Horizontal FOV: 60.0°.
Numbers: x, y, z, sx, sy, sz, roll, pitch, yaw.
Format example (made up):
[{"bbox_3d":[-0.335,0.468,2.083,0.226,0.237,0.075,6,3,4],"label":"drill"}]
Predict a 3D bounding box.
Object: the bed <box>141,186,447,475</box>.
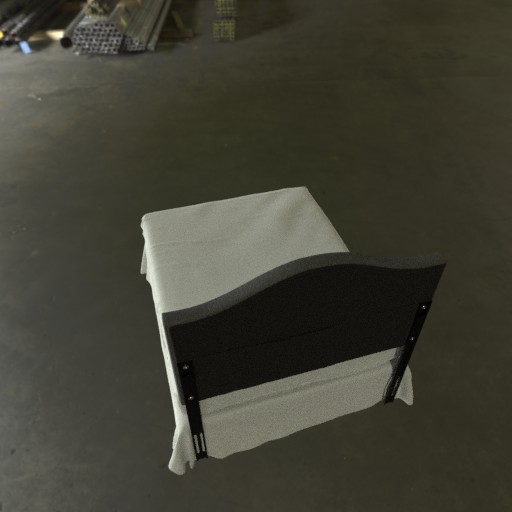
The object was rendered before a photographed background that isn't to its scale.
[{"bbox_3d":[0.000,0.000,3.433,1.876,1.645,2.221,-12,43,-13],"label":"bed"}]
